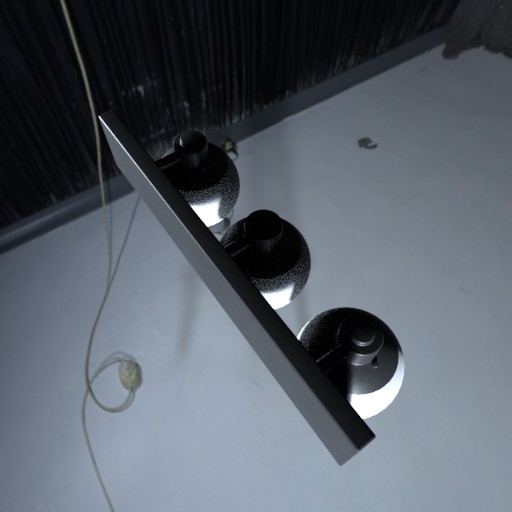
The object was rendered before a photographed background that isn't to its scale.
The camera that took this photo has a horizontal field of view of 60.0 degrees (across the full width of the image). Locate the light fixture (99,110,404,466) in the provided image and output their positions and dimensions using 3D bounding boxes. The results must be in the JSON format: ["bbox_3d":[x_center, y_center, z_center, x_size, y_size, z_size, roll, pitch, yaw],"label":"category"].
[{"bbox_3d":[0.000,0.000,0.825,0.218,0.263,0.721,-31,63,-18],"label":"light fixture"}]
